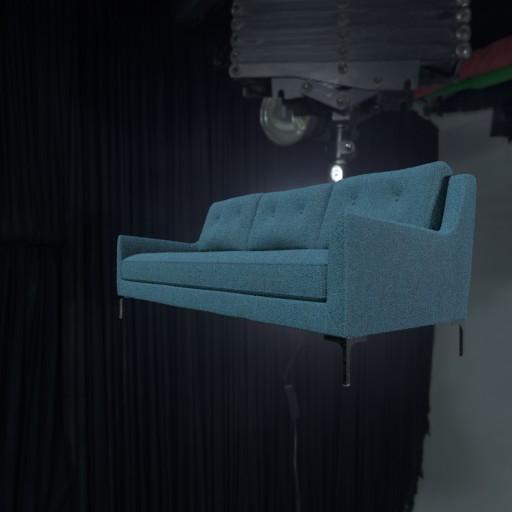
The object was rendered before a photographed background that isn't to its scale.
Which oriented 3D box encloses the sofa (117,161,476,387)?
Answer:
[{"bbox_3d":[0.000,0.000,2.453,0.849,0.837,2.060,0,0,-37],"label":"sofa"}]
